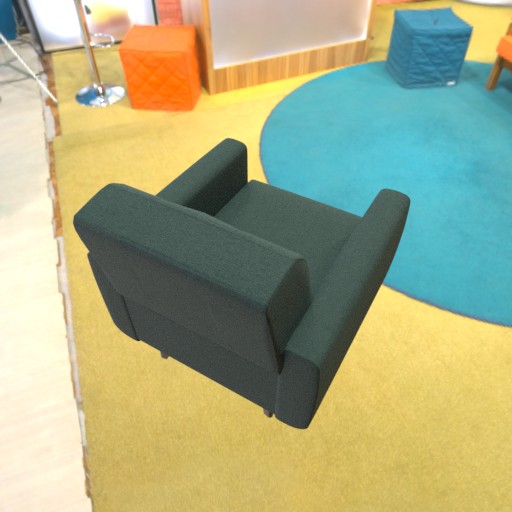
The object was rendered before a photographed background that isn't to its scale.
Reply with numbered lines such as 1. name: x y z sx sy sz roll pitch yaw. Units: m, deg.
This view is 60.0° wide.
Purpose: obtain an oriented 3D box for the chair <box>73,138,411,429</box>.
1. chair: 0.000 0.000 1.586 0.831 0.841 0.909 23 50 20
